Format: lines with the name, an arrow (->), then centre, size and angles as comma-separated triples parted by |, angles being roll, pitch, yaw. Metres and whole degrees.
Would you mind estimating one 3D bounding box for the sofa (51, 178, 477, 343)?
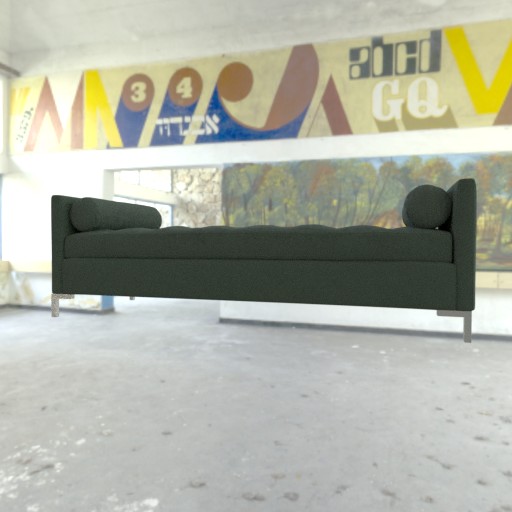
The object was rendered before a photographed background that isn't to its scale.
sofa -> 0.000, 0.000, 2.439 | 2.102, 0.657, 0.797 | 1, 2, 18
